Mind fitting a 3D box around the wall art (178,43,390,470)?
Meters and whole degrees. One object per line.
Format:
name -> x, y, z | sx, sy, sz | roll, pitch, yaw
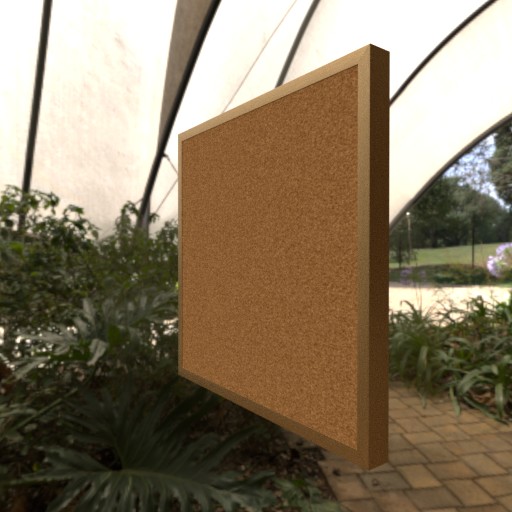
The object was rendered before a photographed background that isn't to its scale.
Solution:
wall art -> 0.000, 0.000, 0.744 | 0.037, 0.509, 0.510 | -1, 1, -36
